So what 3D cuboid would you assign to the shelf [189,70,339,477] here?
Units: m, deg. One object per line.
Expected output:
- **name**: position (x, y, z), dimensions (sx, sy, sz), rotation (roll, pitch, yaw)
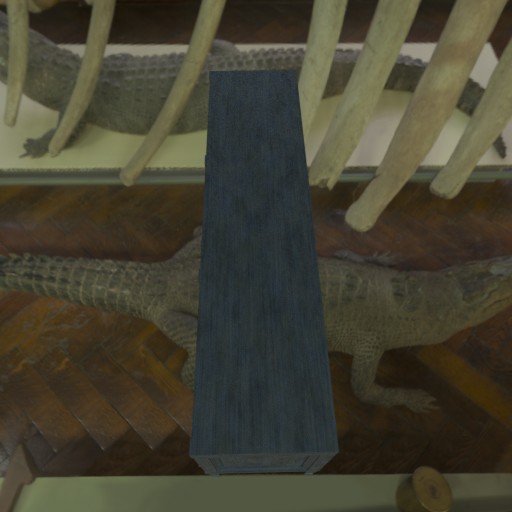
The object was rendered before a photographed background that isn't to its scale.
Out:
- **shelf**: position (0.000, 0.000, 2.165), dimensions (0.471, 0.715, 1.878), rotation (-1, 58, -1)
